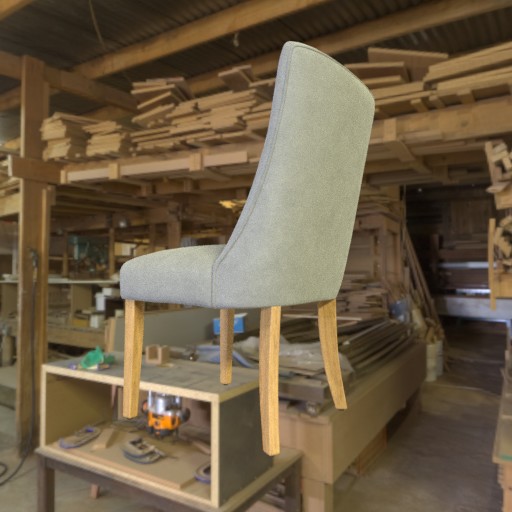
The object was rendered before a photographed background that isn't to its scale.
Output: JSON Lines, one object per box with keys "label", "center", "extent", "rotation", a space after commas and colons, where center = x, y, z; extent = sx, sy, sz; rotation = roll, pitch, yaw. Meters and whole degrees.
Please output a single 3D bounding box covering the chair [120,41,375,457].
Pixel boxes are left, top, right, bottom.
{"label": "chair", "center": [0.000, 0.000, 1.250], "extent": [0.610, 0.902, 0.495], "rotation": [-1, -1, 35]}
